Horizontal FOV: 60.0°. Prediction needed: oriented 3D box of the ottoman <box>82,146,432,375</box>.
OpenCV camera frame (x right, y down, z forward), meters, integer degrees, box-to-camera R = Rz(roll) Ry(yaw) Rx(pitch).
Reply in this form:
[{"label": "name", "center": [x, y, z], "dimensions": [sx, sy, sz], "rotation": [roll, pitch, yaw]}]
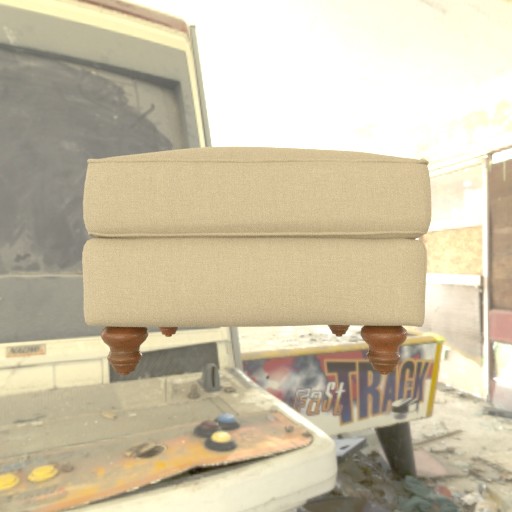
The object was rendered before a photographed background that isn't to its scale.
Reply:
[{"label": "ottoman", "center": [0.000, 0.000, 1.179], "dimensions": [0.716, 0.505, 0.662], "rotation": [0, -1, 0]}]
